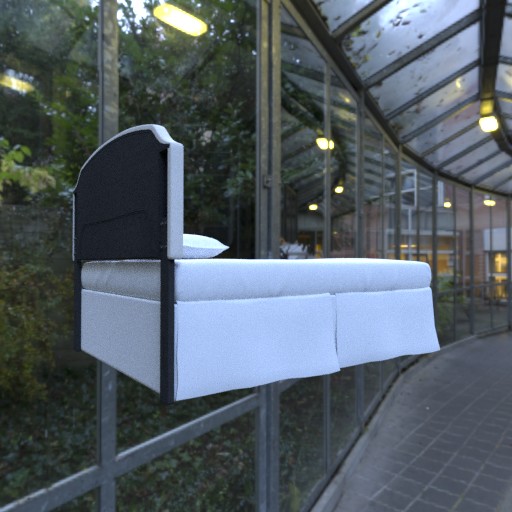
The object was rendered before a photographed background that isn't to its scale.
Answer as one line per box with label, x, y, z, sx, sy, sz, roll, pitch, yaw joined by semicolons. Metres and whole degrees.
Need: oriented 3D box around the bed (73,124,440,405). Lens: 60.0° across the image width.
bed;0.000;0.000;3.005;1.999;1.270;1.558;1;-1;-36
